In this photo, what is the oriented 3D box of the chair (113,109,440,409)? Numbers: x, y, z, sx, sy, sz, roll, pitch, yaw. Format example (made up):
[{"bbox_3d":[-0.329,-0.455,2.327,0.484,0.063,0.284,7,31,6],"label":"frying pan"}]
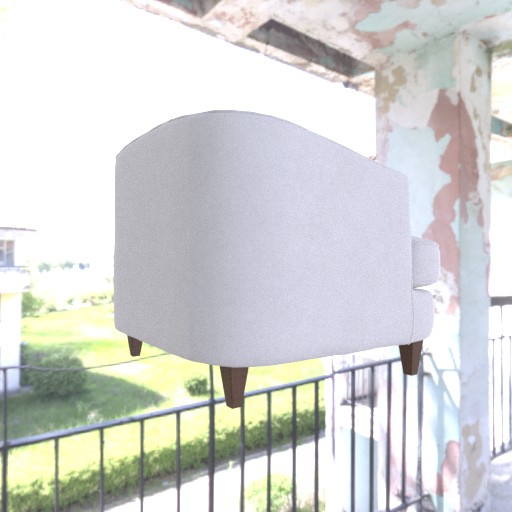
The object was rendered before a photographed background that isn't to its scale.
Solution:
[{"bbox_3d":[0.000,0.000,1.777,0.941,0.852,1.104,0,0,-36],"label":"chair"}]
